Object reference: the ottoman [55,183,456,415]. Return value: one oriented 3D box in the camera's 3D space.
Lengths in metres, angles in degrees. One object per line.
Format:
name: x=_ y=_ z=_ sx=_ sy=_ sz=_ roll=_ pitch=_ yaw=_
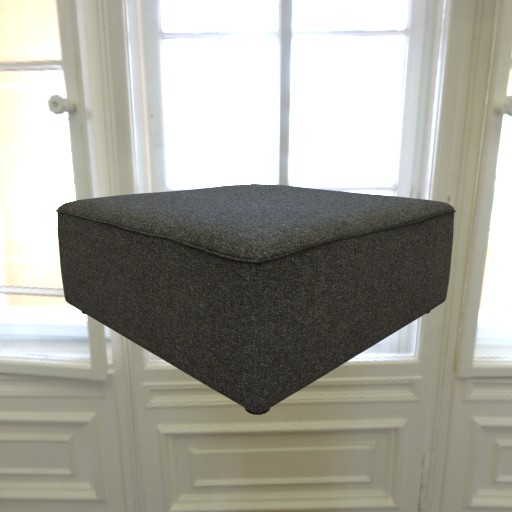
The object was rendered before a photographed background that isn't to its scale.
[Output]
ottoman: x=0.000 y=0.000 z=1.584 sx=1.021 sy=0.423 sz=1.017 roll=-14 pitch=20 yaw=-43
